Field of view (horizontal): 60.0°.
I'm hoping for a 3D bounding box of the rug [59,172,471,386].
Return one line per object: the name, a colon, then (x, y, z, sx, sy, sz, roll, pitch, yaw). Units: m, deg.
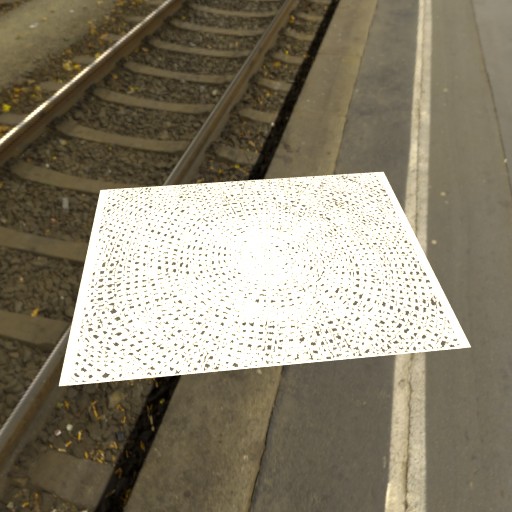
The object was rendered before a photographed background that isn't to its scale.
rug: (0.000, 0.000, 2.149, 1.634, 0.003, 1.190, -4, 47, -4)
